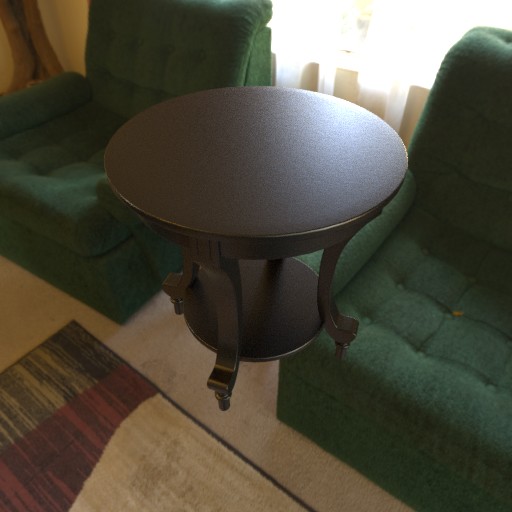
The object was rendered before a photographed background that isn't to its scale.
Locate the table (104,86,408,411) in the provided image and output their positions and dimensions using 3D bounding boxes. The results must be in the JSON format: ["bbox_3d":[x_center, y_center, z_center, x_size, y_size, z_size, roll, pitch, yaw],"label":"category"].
[{"bbox_3d":[0.000,0.000,1.102,0.597,0.618,0.597,0,42,0],"label":"table"}]
